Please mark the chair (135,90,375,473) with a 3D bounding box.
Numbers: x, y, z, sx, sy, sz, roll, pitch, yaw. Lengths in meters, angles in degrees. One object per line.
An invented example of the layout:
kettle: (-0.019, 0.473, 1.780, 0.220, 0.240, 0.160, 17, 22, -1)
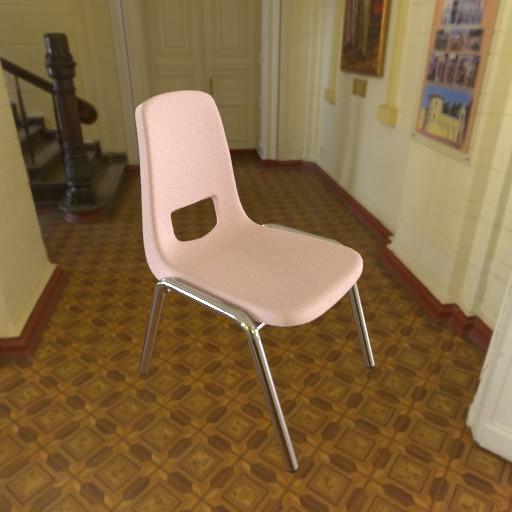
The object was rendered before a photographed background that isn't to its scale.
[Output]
chair: (0.000, 0.000, 0.871, 0.423, 0.586, 0.354, 18, 32, 32)
